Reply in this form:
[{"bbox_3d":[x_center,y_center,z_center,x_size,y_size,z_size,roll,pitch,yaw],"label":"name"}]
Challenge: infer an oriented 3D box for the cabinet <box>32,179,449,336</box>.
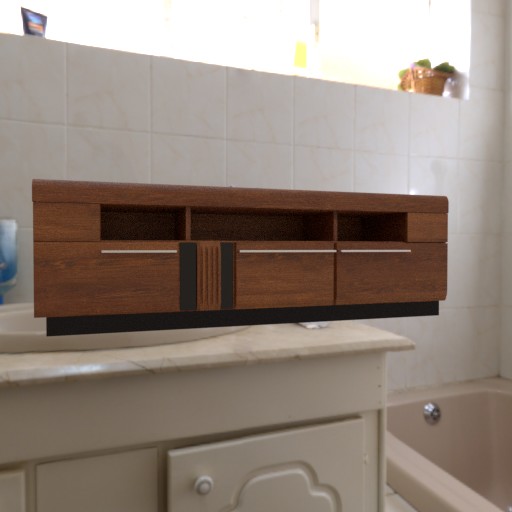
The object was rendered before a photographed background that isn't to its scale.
[{"bbox_3d":[0.000,0.000,1.819,1.600,0.510,0.419,0,1,-17],"label":"cabinet"}]
